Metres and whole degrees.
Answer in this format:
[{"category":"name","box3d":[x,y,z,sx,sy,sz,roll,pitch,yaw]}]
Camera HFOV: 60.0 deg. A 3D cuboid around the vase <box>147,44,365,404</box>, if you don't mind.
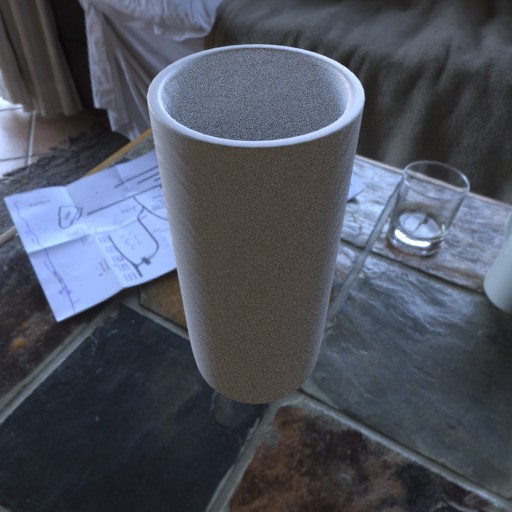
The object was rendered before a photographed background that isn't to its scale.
[{"category":"vase","box3d":[0.000,0.000,0.398,0.143,0.316,0.143,0,47,0]}]
